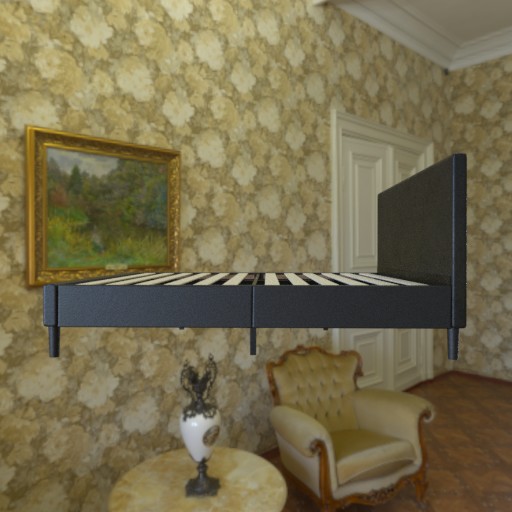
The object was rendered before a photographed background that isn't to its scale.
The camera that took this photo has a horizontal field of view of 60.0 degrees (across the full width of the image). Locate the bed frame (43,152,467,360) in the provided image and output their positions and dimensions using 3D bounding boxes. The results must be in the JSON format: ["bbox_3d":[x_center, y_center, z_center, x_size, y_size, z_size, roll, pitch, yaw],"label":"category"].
[{"bbox_3d":[0.000,0.000,3.234,2.318,1.127,1.634,0,0,1],"label":"bed frame"}]
